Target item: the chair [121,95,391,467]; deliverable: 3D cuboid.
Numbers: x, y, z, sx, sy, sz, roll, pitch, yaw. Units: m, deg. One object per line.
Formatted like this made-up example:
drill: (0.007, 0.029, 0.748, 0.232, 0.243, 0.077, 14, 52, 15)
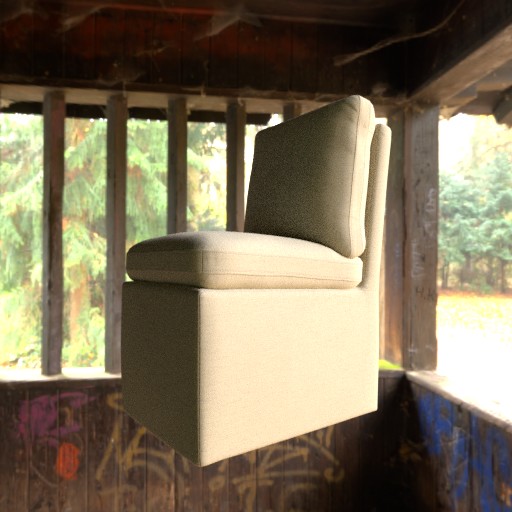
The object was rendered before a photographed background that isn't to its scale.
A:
chair: (0.000, 0.000, 1.336, 0.698, 0.927, 0.503, 0, -1, -37)
